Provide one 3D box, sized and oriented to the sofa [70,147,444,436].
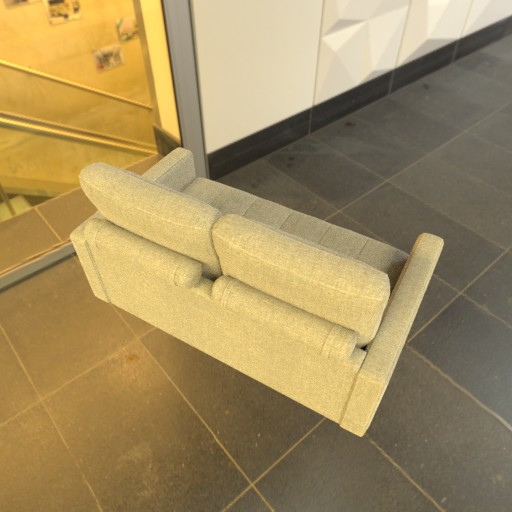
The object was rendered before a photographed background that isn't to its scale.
[{"bbox_3d":[0.000,0.000,1.964,1.407,0.907,0.842,23,51,20],"label":"sofa"}]
